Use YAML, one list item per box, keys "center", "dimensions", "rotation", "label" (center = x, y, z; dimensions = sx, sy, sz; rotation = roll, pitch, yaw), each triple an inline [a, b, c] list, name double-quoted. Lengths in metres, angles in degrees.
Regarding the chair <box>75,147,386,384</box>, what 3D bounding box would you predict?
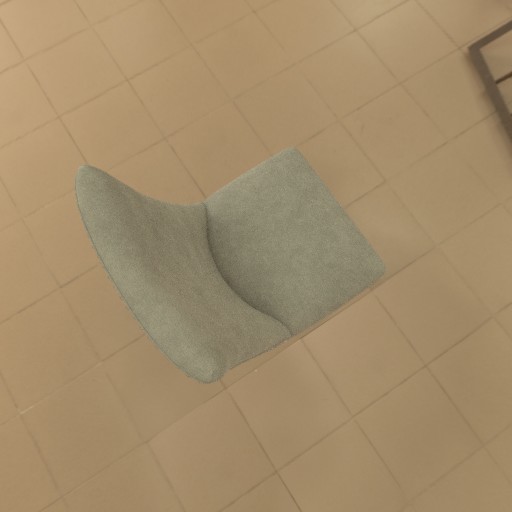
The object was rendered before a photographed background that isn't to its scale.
- center: [0.000, 0.000, 1.246]
  dimensions: [0.610, 0.902, 0.495]
  rotation: [-33, 78, -8]
  label: "chair"
